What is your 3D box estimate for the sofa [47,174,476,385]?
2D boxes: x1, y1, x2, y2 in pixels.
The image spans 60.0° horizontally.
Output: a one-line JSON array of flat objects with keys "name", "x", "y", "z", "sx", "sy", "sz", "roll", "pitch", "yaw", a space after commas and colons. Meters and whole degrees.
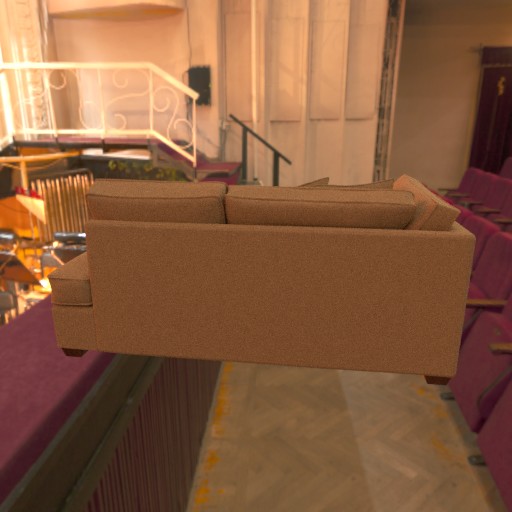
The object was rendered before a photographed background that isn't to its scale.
[{"name": "sofa", "x": 0.000, "y": 0.000, "z": 2.810, "sx": 2.237, "sy": 1.033, "sz": 1.110, "roll": 2, "pitch": 17, "yaw": 8}]
